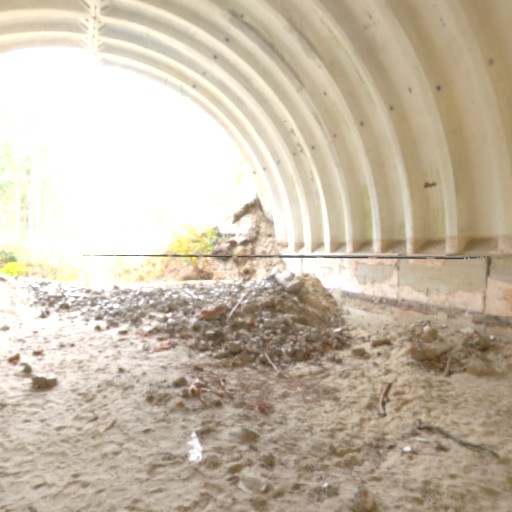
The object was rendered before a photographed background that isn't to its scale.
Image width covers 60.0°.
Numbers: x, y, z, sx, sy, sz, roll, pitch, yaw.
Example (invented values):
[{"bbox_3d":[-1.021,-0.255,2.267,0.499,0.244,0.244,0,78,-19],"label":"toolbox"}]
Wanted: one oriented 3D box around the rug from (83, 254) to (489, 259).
[{"bbox_3d":[0.000,0.000,2.537,2.296,0.006,0.685,0,1,35],"label":"rug"}]
